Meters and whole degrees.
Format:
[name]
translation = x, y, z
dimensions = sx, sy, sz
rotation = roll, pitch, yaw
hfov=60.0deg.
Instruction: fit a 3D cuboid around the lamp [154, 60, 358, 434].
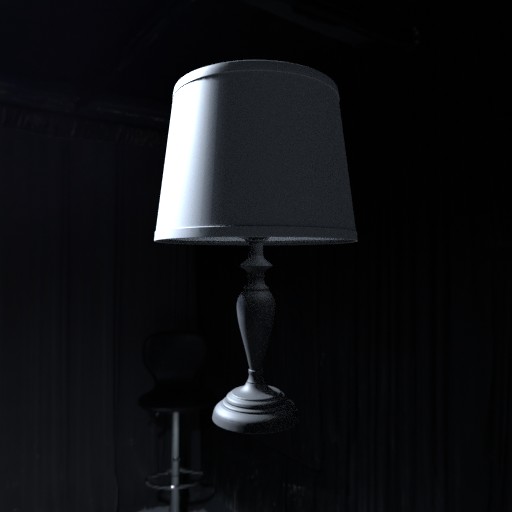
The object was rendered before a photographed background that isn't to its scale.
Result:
[lamp]
translation = 0.000, 0.000, 0.692
dimensions = 0.310, 0.501, 0.310
rotation = 0, 0, 0
